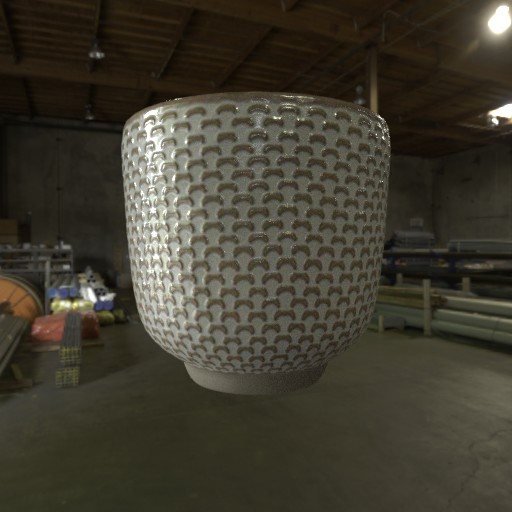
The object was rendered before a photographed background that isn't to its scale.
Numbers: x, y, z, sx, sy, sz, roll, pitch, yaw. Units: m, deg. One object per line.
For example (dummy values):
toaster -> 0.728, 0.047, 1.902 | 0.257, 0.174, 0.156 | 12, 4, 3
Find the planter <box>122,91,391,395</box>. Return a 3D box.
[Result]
planter -> 0.000, 0.000, 0.240 | 0.139, 0.130, 0.139 | 0, 1, 0
